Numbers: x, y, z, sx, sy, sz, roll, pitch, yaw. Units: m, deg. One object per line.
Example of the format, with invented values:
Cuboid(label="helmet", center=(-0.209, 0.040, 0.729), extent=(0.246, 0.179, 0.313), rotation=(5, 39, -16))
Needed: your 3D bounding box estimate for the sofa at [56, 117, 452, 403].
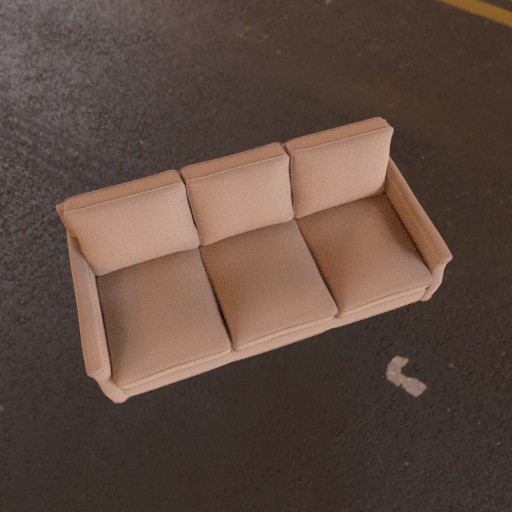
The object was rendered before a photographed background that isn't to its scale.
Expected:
Cuboid(label="sofa", center=(0.000, 0.000, 2.860), extent=(2.246, 1.003, 1.084), rotation=(-17, 64, -9))
